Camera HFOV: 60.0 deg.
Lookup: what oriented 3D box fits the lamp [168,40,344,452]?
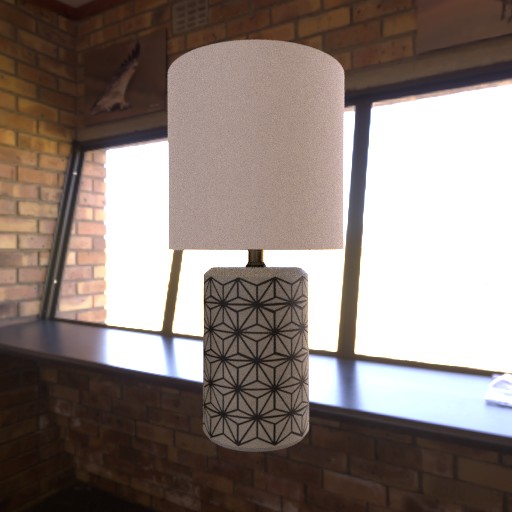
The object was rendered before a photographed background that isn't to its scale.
[{"bbox_3d":[0.000,0.000,0.529,0.206,0.416,0.206,0,0,-1],"label":"lamp"}]
